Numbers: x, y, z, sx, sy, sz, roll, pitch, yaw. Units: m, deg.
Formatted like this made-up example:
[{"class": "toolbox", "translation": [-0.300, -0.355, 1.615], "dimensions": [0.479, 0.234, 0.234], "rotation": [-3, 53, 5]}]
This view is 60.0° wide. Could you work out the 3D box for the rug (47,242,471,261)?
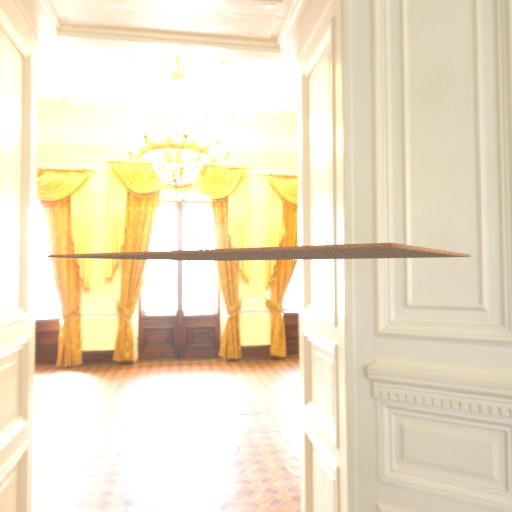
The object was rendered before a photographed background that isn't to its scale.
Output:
[{"class": "rug", "translation": [0.000, 0.000, 2.294], "dimensions": [1.829, 0.014, 1.219], "rotation": [-1, -2, 35]}]
